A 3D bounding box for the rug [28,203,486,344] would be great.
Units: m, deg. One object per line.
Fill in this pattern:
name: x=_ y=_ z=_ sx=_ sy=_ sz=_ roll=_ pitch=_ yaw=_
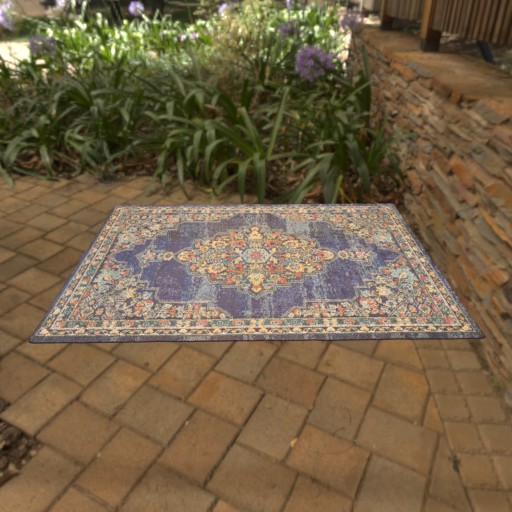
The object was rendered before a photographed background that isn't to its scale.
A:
rug: x=0.000 y=0.000 z=2.844 sx=2.232 sy=0.009 sz=1.630 roll=0 pitch=30 yaw=-1
